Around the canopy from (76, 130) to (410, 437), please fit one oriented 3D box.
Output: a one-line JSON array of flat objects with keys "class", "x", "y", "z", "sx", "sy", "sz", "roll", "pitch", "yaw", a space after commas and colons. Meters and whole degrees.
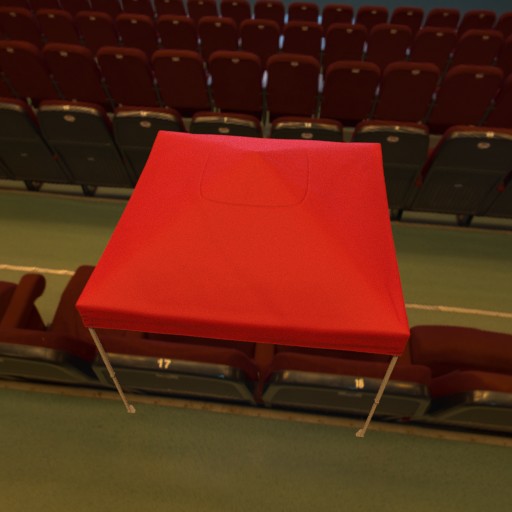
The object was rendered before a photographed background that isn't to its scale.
[{"class": "canopy", "x": 0.000, "y": 0.000, "z": 5.444, "sx": 2.996, "sy": 2.997, "sz": 2.998, "roll": 4, "pitch": 47, "yaw": 4}]
